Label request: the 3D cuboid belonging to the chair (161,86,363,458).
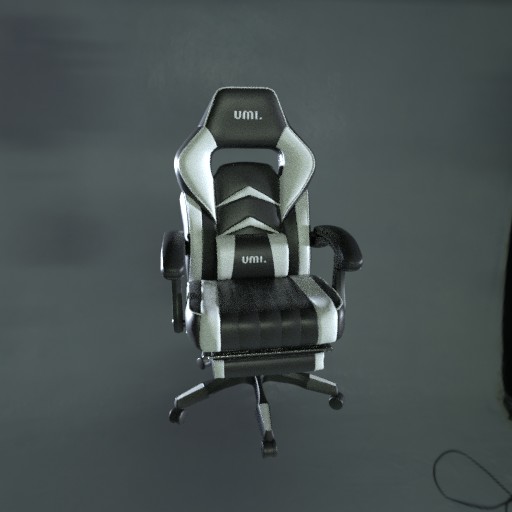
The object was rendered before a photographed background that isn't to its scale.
[{"bbox_3d":[0.000,0.000,1.616,0.676,1.200,0.700,-2,16,-8],"label":"chair"}]
